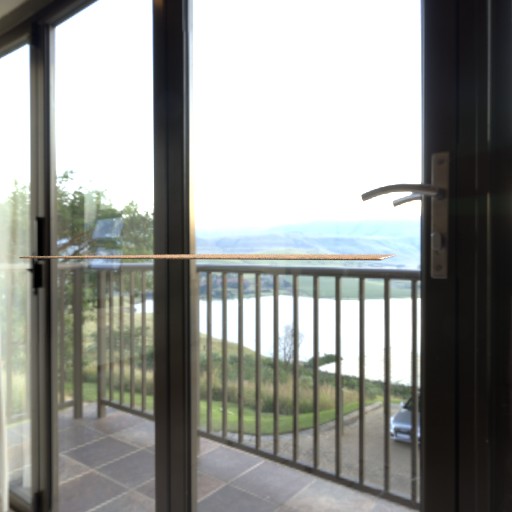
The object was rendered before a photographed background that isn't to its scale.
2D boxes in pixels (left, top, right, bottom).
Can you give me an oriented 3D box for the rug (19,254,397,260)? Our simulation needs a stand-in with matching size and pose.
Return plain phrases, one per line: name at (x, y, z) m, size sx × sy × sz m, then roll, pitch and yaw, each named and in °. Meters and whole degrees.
rug at (0.000, 0.000, 4.017) m, size 2.363 × 0.012 × 2.980 m, roll 0°, pitch 1°, yaw 19°
